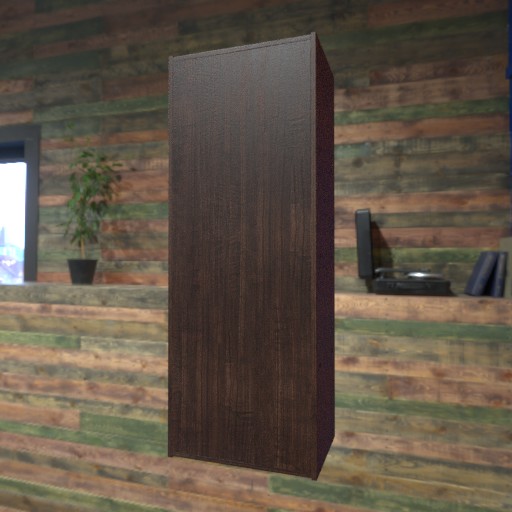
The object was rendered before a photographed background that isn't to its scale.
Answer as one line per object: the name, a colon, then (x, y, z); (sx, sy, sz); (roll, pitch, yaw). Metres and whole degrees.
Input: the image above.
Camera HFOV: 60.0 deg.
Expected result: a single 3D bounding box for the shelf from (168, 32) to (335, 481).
shelf: (0.000, 0.000, 1.287); (0.415, 1.099, 0.290); (0, -1, 19)
